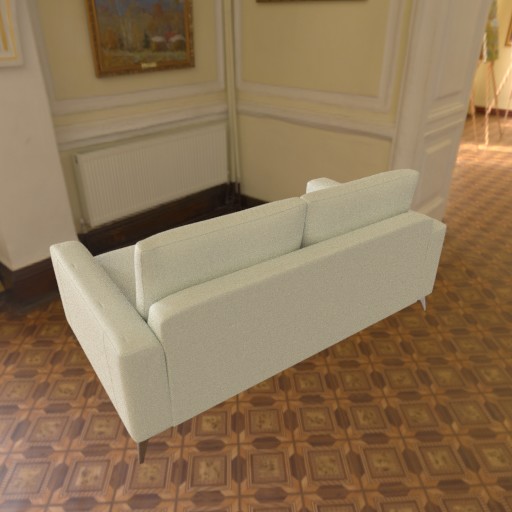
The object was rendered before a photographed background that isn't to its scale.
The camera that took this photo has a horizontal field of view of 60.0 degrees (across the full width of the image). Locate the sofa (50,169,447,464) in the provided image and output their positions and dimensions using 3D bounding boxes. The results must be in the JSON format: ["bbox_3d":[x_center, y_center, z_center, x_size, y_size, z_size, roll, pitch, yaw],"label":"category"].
[{"bbox_3d":[0.000,0.000,2.116,1.650,0.790,0.920,-19,34,-30],"label":"sofa"}]
